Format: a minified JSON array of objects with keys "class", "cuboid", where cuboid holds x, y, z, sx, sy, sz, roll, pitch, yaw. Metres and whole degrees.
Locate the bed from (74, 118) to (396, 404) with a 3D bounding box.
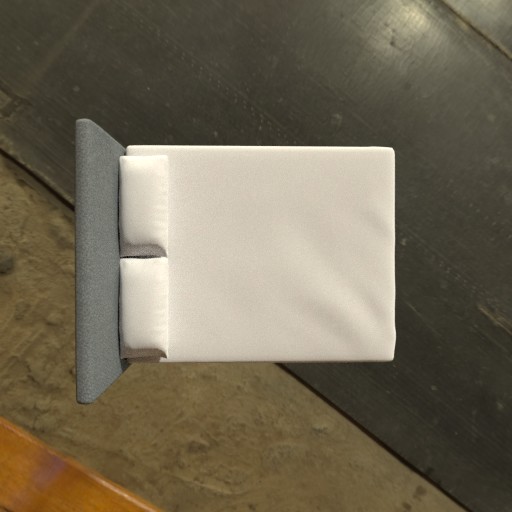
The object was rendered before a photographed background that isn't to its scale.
[{"class":"bed","cuboid":[0.000,0.000,3.205,2.142,1.330,1.723,0,91,-2]}]
